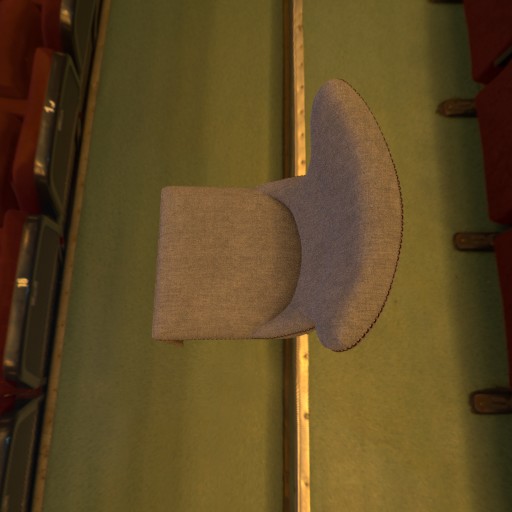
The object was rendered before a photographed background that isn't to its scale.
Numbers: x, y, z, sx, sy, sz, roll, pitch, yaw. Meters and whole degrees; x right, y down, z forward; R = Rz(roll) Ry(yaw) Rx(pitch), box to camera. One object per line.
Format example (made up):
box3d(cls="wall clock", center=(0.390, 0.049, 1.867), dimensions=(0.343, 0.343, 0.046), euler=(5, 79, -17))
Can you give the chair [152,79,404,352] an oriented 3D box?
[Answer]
box3d(cls="chair", center=(0.000, 0.000, 1.457), dimensions=(0.681, 1.002, 0.654), euler=(0, 75, 0))
